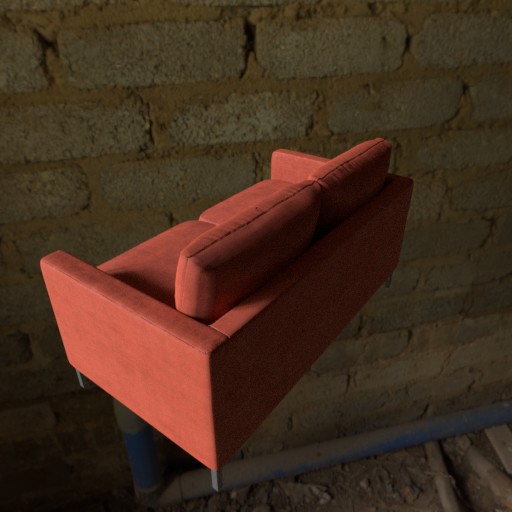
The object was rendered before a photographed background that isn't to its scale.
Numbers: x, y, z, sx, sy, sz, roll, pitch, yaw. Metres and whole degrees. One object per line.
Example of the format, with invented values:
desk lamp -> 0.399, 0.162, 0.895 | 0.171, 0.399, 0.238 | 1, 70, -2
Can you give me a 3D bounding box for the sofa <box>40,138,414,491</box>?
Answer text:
sofa -> 0.000, 0.000, 2.041 | 0.864, 0.896, 1.574 | 22, 39, 30
